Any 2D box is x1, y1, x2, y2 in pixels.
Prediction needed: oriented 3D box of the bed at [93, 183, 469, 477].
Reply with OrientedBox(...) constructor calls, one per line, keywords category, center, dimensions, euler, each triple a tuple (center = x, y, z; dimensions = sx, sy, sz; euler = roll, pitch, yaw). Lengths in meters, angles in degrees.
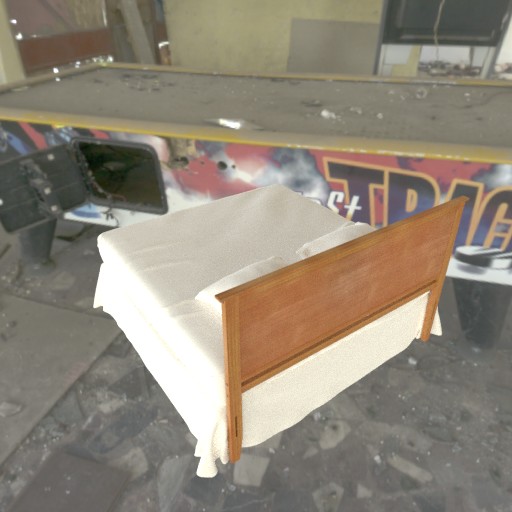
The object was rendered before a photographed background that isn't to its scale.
OrientedBox(category="bed", center=(0.000, 0.000, 3.602), dimensions=(2.317, 1.270, 2.215), euler=(-20, 37, -30))
